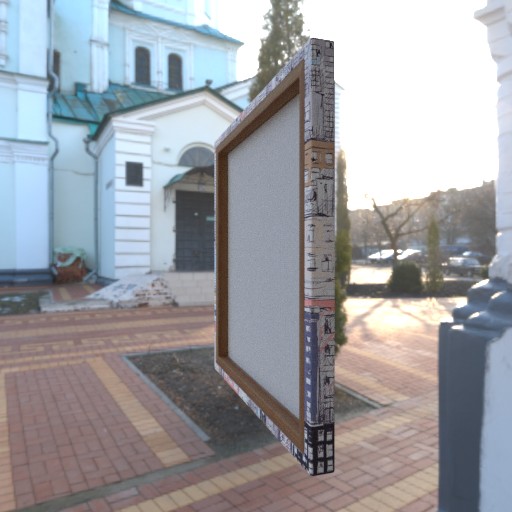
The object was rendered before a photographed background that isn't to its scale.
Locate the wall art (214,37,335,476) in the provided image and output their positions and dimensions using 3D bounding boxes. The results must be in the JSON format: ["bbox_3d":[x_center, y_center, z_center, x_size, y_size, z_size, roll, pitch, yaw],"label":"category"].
[{"bbox_3d":[0.000,0.000,1.132,0.048,0.762,0.761,0,0,-18],"label":"wall art"}]
